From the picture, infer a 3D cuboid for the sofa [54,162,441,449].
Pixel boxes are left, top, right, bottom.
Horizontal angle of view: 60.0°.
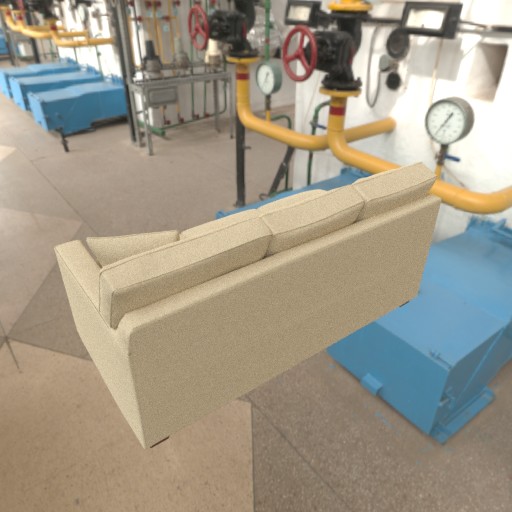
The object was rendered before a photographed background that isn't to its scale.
[{"bbox_3d":[0.000,0.000,2.588,1.963,0.946,1.034,-21,38,-30],"label":"sofa"}]
